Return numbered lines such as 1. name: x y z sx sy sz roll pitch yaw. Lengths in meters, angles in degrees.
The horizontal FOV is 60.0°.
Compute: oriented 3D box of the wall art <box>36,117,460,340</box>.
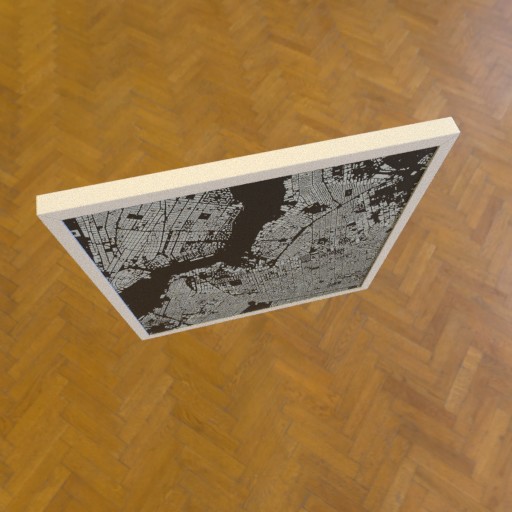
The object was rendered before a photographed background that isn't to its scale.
1. wall art: 0.000 0.000 1.126 0.761 0.762 0.050 -12 64 -6
